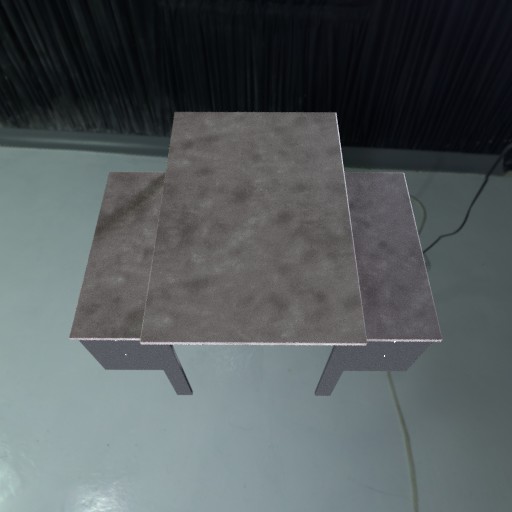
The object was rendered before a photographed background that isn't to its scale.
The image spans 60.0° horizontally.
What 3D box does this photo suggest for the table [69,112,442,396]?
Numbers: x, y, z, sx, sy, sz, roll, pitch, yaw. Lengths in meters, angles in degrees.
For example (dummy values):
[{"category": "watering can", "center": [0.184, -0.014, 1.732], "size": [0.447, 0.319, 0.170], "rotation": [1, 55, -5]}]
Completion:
[{"category": "table", "center": [0.000, 0.000, 2.012], "size": [1.443, 0.700, 1.100], "rotation": [0, 58, 0]}]
